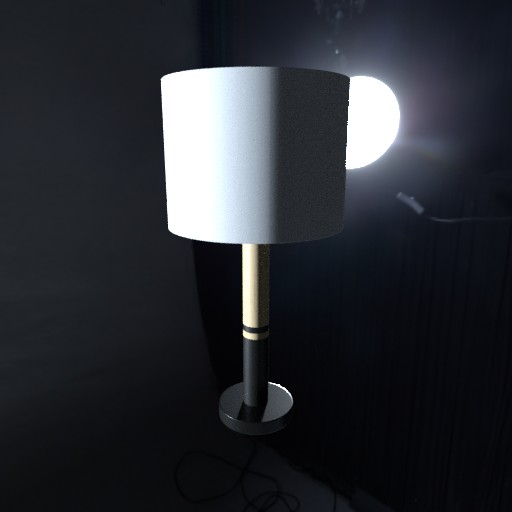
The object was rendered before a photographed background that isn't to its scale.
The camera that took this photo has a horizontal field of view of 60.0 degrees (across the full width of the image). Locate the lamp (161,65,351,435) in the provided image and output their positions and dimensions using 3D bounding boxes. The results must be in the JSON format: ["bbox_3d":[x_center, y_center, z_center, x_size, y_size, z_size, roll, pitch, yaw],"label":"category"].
[{"bbox_3d":[0.000,0.000,0.801,0.305,0.640,0.305,14,20,43],"label":"lamp"}]
